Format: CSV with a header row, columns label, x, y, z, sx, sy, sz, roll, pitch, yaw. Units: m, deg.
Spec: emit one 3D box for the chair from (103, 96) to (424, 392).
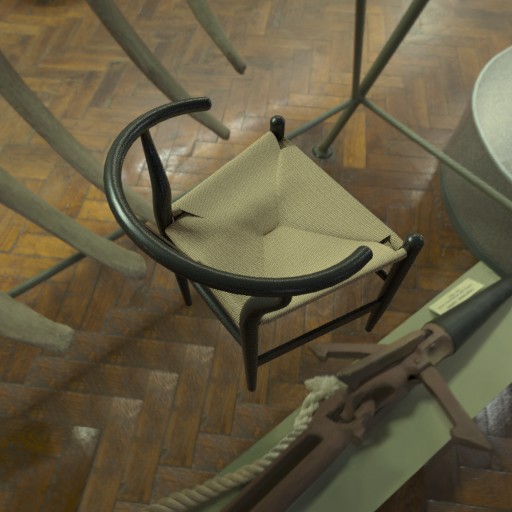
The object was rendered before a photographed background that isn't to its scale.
label,x,y,z,sx,sy,sz,roll,pitch,yaw
chair,0.000,0.000,1.141,0.570,0.739,0.570,-32,63,-19
